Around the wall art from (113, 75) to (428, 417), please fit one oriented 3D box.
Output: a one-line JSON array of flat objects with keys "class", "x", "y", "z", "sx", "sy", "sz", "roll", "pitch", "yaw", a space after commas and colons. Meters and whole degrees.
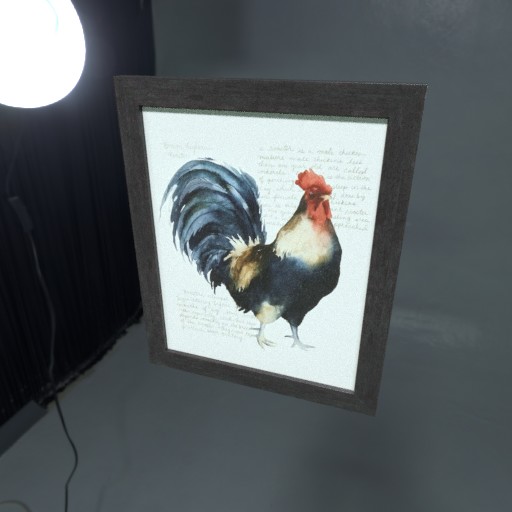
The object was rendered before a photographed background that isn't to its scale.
[{"class": "wall art", "x": 0.000, "y": 0.000, "z": 0.782, "sx": 0.479, "sy": 0.580, "sz": 0.027, "roll": 8, "pitch": 27, "yaw": 17}]
